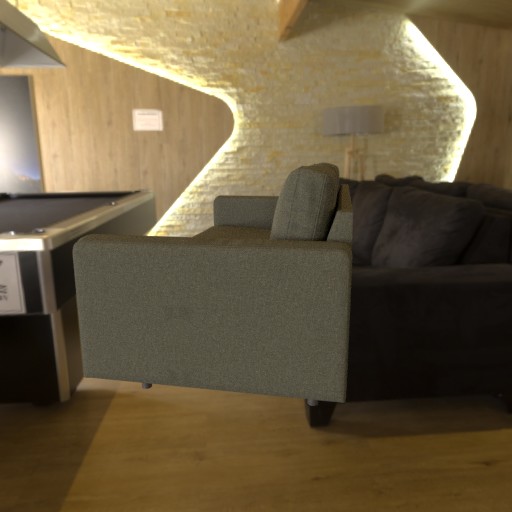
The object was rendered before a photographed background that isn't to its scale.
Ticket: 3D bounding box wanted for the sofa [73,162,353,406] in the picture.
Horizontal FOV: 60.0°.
[{"bbox_3d":[0.000,0.000,2.197,0.889,0.897,1.730,2,13,11],"label":"sofa"}]
